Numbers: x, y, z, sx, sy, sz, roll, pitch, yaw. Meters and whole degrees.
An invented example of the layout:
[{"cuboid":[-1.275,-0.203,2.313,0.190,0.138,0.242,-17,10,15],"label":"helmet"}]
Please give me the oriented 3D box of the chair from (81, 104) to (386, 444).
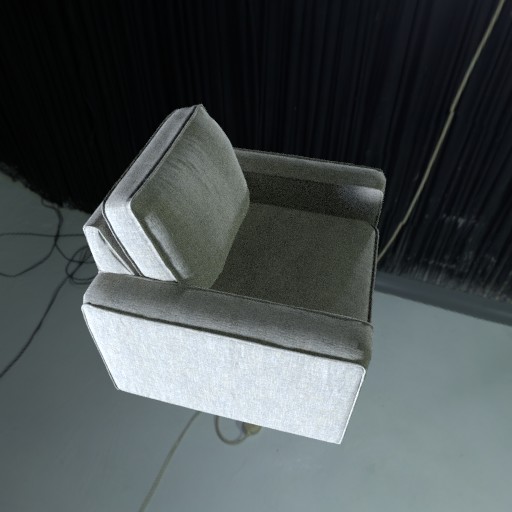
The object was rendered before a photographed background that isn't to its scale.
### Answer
[{"cuboid":[0.000,0.000,1.757,0.940,0.914,1.016,10,47,10],"label":"chair"}]
